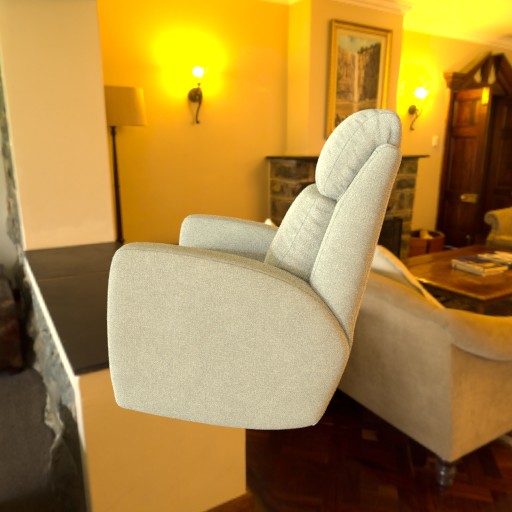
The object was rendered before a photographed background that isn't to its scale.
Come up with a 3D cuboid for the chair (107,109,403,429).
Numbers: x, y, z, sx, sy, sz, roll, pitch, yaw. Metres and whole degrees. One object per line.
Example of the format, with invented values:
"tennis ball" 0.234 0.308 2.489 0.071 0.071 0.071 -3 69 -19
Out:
"chair" 0.000 0.000 1.675 0.941 1.015 0.812 2 14 9
